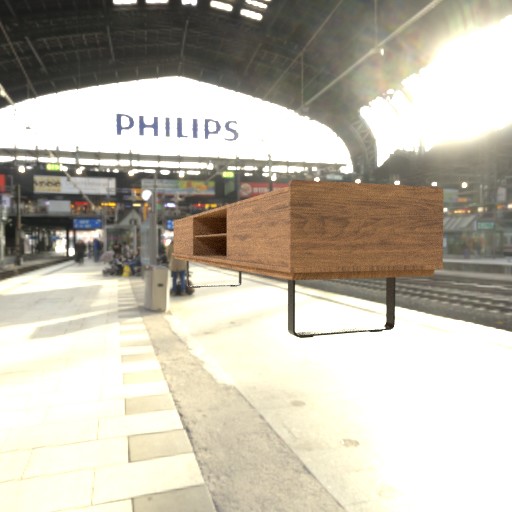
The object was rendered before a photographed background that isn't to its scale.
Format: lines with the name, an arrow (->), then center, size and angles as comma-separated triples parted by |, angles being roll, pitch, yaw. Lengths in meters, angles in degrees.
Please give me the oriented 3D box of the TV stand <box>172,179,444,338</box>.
TV stand -> 0.000, 0.000, 1.985 | 0.467, 0.415, 1.796 | -1, 2, -20
